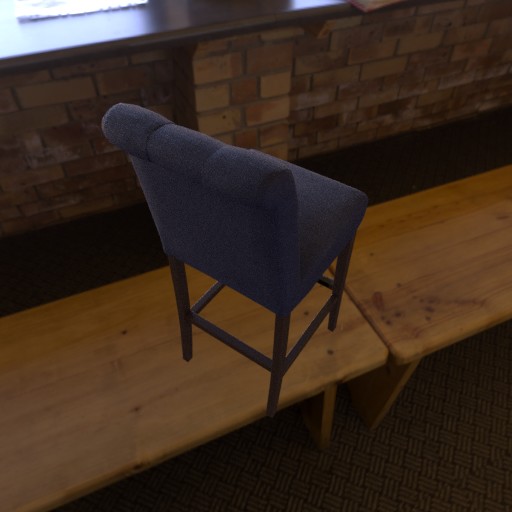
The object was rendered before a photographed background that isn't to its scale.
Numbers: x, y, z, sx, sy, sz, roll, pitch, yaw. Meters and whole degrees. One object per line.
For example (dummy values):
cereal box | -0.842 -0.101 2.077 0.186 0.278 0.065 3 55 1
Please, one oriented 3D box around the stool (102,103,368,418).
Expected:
stool | 0.000 0.000 1.455 0.493 1.140 0.601 27 52 23
